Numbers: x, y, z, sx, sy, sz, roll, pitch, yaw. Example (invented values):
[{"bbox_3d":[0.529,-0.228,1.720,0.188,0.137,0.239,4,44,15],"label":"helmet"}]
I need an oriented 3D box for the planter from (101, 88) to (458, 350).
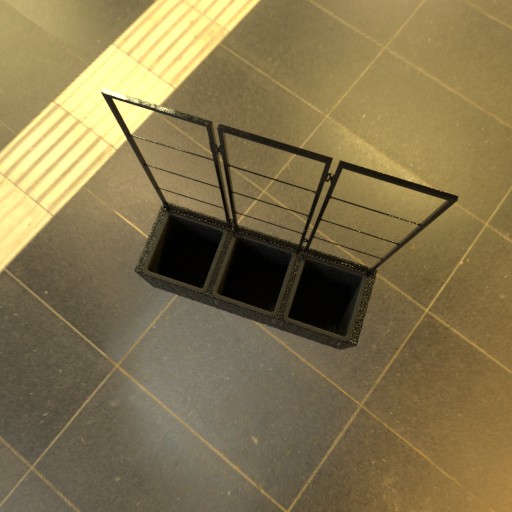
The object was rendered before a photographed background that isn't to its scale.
[{"bbox_3d":[0.000,0.000,1.170,0.698,0.841,0.244,18,76,5],"label":"planter"}]
